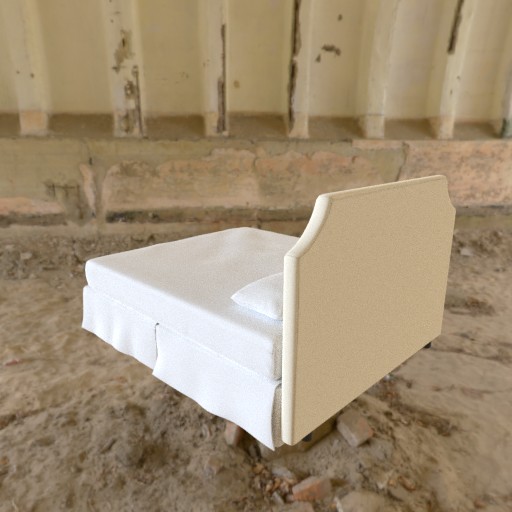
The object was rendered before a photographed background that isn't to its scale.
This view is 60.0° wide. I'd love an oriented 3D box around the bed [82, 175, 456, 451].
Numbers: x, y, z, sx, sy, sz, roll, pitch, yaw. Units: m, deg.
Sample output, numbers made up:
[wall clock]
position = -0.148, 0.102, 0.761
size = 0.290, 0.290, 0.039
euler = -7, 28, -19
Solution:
[bed]
position = 0.000, 0.000, 4.192
size = 2.773, 1.590, 2.350
euler = 15, 22, 42
